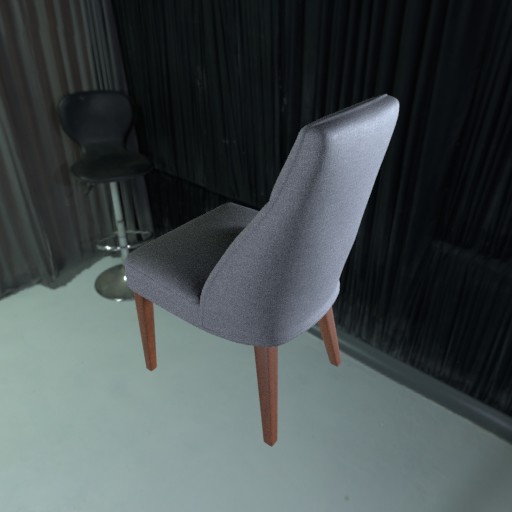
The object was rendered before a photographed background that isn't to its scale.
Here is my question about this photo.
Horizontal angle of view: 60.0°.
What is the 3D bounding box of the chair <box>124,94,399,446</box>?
[{"bbox_3d":[0.000,0.000,1.296,0.620,0.930,0.500,22,38,31],"label":"chair"}]
